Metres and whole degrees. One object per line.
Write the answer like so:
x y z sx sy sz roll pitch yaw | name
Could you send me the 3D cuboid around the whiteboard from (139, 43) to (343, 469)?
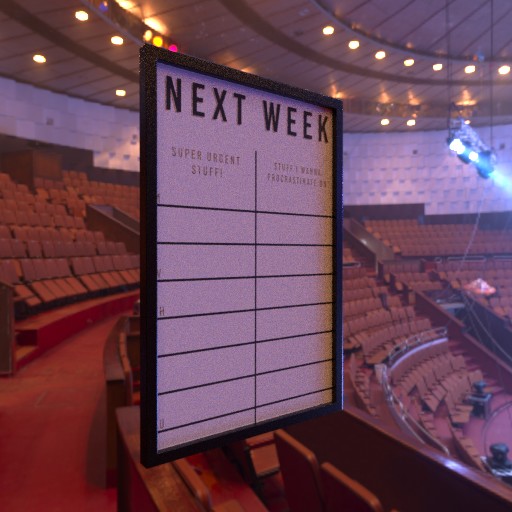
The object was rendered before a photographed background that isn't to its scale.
0.000 0.000 0.762 0.406 0.611 0.026 0 1 -36 | whiteboard
